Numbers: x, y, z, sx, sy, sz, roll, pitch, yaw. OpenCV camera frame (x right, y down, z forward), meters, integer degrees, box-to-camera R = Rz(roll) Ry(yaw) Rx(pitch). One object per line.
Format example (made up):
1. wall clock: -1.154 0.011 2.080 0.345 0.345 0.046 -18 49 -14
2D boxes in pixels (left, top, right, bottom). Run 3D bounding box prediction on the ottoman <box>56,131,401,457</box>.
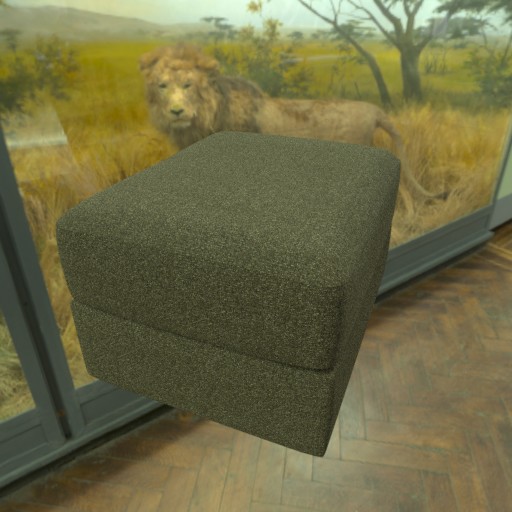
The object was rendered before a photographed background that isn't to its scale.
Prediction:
1. ottoman: 0.000 0.000 1.133 0.598 0.476 0.742 12 32 20
